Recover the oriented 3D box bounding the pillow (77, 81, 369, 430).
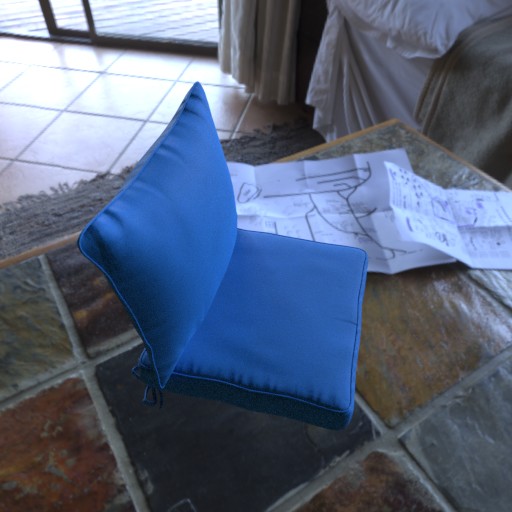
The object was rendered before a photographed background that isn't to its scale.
[{"bbox_3d":[0.000,0.000,1.368,0.733,0.725,0.798,10,47,10],"label":"pillow"}]
